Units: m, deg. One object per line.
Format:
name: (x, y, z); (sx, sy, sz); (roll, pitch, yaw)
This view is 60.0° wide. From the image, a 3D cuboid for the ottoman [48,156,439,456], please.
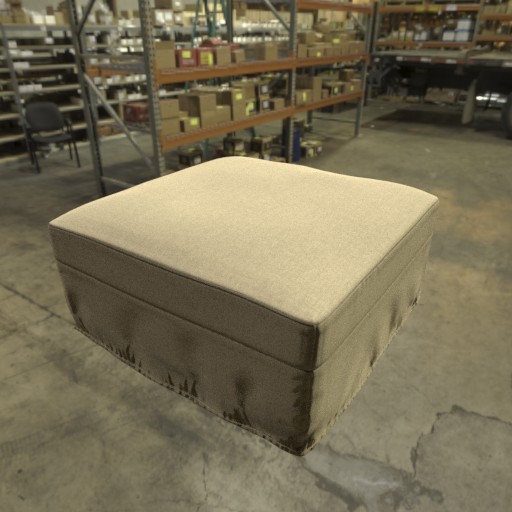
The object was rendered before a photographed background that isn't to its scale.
ottoman: (0.000, 0.000, 1.350); (0.843, 0.436, 0.840); (18, 32, 30)
